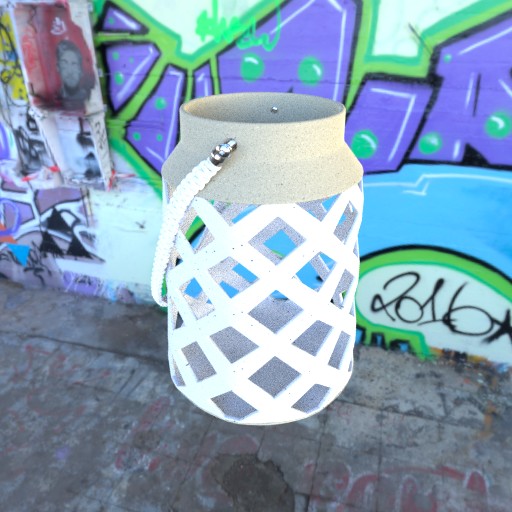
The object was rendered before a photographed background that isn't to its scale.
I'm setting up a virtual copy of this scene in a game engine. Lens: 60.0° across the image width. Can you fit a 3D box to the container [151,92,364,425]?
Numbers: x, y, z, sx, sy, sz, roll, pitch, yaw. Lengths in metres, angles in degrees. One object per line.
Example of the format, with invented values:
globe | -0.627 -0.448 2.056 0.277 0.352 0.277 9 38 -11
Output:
container | 0.000 0.000 0.403 0.198 0.264 0.188 8 30 14
